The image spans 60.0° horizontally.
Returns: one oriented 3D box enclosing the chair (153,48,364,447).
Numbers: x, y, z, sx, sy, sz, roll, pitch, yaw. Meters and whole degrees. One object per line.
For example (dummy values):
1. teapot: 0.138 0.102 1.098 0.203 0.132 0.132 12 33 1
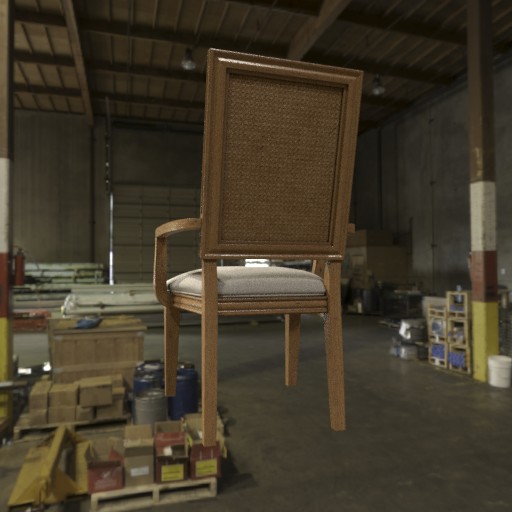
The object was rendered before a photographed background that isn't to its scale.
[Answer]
1. chair: 0.000 0.000 1.397 0.606 0.990 0.602 0 -2 -17
